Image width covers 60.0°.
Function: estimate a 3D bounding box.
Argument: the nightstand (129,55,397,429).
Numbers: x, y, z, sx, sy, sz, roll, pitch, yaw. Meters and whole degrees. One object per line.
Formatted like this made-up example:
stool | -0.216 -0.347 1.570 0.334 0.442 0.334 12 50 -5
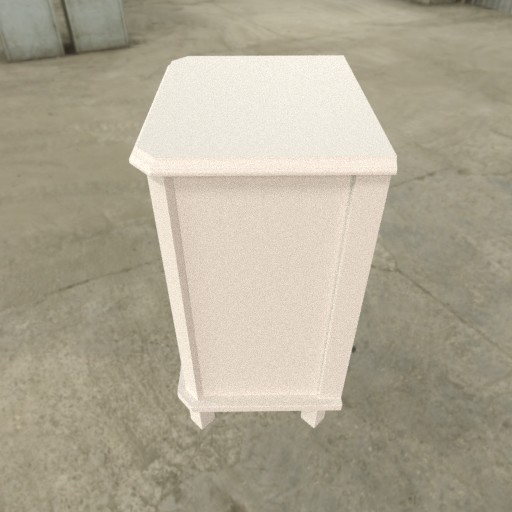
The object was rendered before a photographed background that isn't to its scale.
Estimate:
nightstand | 0.000 0.000 0.934 0.351 0.681 0.435 -1 41 -1
